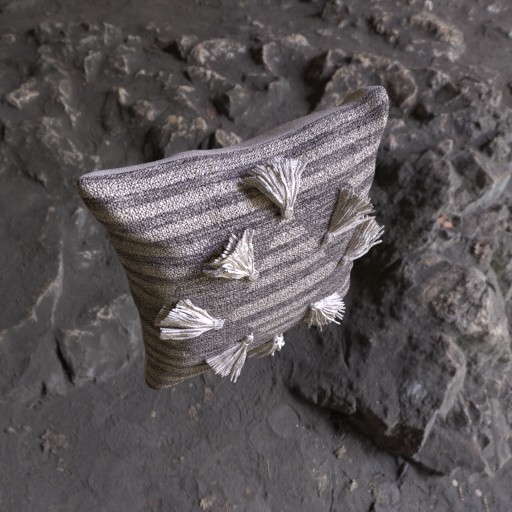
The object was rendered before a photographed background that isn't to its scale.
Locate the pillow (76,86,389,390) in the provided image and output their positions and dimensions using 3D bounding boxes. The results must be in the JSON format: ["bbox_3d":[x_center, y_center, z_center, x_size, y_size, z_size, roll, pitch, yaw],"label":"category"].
[{"bbox_3d":[0.000,0.000,0.766,0.484,0.490,0.234,-24,50,-21],"label":"pillow"}]
